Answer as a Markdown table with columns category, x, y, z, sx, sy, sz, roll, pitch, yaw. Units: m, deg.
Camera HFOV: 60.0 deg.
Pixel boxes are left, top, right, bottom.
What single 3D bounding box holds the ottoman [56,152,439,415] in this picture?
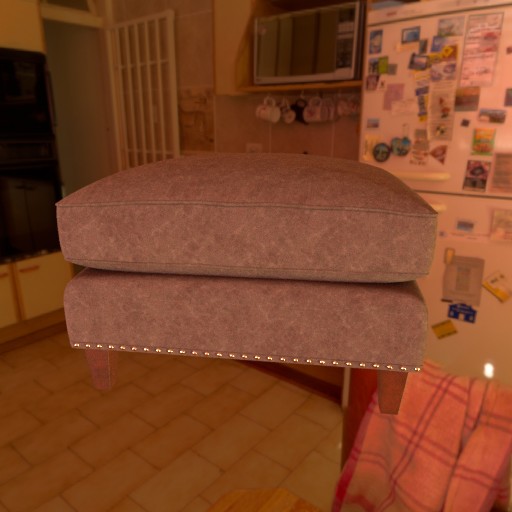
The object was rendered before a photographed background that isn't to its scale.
| category | x | y | z | sx | sy | sz | roll | pitch | yaw |
| --- | --- | --- | --- | --- | --- | --- | --- | --- | --- |
| ottoman | 0.000 | 0.000 | 1.138 | 0.741 | 0.513 | 0.584 | 2 | 17 | 8 |
